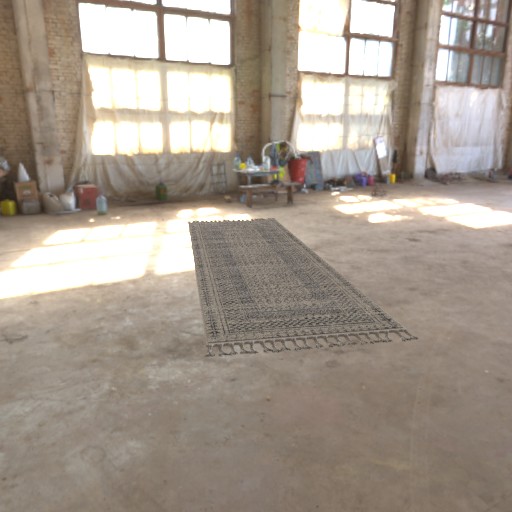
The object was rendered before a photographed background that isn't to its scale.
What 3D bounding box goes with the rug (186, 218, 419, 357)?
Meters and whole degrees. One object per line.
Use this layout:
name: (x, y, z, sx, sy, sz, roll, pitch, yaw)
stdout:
rug: (0.000, 0.000, 2.718, 0.786, 0.013, 2.480, -3, 16, -10)
